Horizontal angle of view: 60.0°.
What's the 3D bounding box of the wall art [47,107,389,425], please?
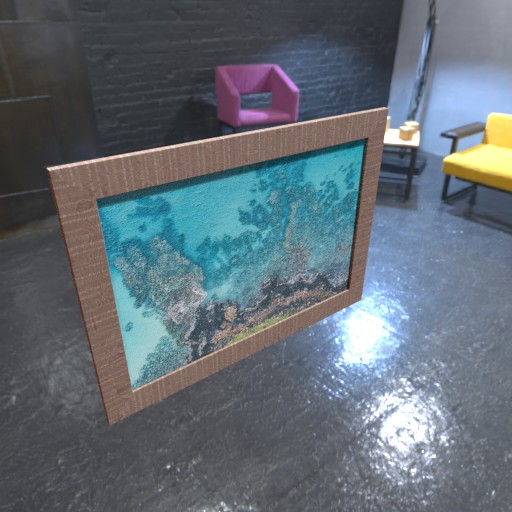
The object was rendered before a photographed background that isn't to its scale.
[{"bbox_3d":[0.000,0.000,1.364,1.056,0.761,0.020,-20,35,-31],"label":"wall art"}]
